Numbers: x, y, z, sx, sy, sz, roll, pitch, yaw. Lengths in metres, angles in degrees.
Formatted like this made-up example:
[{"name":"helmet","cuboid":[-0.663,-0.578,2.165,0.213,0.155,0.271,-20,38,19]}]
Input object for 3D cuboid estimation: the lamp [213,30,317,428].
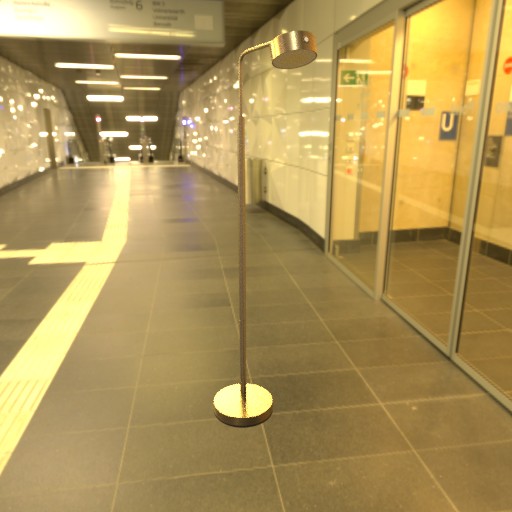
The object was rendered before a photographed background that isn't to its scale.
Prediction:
[{"name":"lamp","cuboid":[0.000,0.000,1.395,0.219,1.230,0.418,-8,18,-27]}]
